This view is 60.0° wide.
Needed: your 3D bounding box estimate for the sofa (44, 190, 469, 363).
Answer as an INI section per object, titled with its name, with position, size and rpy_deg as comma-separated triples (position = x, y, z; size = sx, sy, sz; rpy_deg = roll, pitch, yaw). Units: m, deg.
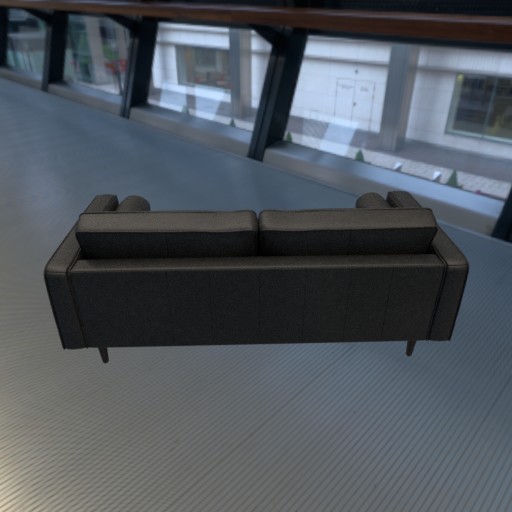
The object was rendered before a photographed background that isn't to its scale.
[sofa]
position = 0.000, 0.000, 2.375
size = 1.879, 0.770, 0.921
rpy_deg = -1, 30, -2
